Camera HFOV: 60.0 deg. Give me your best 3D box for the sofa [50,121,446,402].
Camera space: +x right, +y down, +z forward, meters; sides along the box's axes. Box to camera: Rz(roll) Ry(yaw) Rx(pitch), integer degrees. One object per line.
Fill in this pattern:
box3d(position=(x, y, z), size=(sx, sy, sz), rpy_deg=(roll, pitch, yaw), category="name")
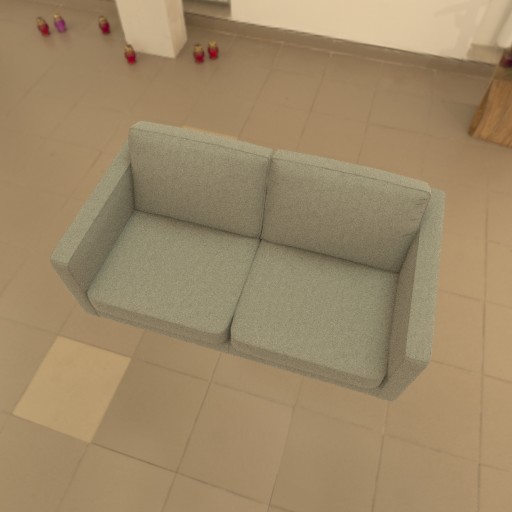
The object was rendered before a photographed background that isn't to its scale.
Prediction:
box3d(position=(0.000, 0.000, 2.356), size=(1.731, 0.900, 1.000), rpy_deg=(14, 58, 9), category="sofa")
